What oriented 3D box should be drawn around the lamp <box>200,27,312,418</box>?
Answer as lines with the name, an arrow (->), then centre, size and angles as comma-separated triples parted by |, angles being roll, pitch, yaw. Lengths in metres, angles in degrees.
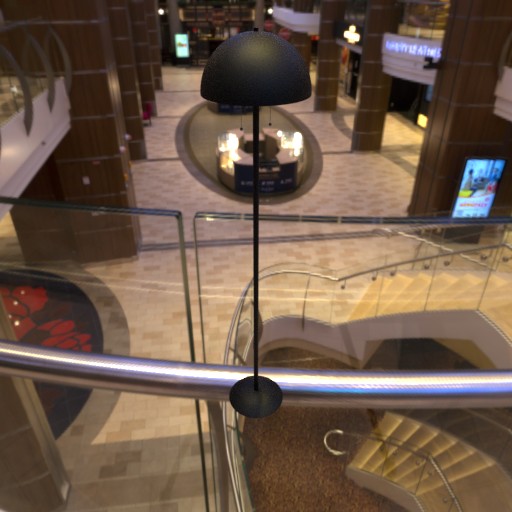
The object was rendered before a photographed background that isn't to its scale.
lamp -> 0.000, 0.000, 1.609 | 0.328, 1.480, 0.328 | 21, 38, 31
